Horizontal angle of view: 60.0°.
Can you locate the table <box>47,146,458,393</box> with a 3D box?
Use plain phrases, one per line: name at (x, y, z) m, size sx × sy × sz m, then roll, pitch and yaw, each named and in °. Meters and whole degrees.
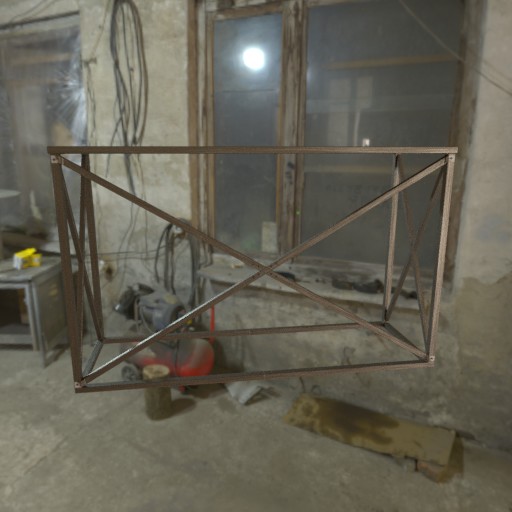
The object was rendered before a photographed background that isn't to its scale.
table at (0.000, 0.000, 1.577) m, size 1.216 × 0.753 × 0.402 m, roll -2°, pitch 14°, yaw -8°
